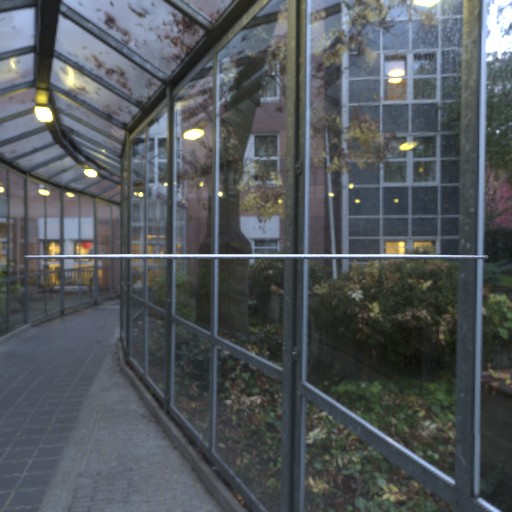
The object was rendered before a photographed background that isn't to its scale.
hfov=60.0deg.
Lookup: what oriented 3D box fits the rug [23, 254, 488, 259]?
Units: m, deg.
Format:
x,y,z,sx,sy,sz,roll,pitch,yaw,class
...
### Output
x,y,z,sx,sy,sz,roll,pitch,yaw,class
0.000,0.000,4.096,3.049,0.025,2.449,0,0,0,rug
